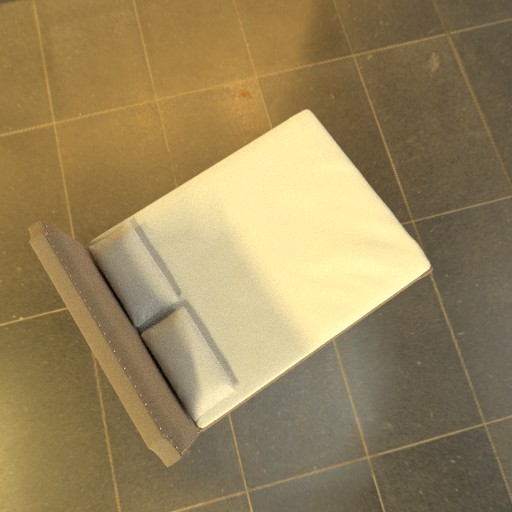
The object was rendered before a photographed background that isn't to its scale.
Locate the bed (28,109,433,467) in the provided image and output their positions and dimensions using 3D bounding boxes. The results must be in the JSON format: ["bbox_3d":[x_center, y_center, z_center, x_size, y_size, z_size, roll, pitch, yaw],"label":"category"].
[{"bbox_3d":[0.000,0.000,3.337,2.329,1.415,1.703,-33,79,-7],"label":"bed"}]
